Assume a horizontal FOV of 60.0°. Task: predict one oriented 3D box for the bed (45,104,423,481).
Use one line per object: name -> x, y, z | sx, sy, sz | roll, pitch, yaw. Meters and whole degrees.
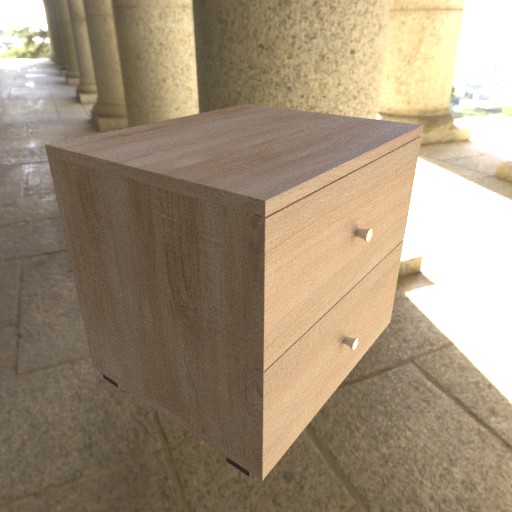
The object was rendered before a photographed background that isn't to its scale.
bed -> 0.000, 0.000, 0.778 | 0.401, 0.420, 0.460 | 19, 33, 32
